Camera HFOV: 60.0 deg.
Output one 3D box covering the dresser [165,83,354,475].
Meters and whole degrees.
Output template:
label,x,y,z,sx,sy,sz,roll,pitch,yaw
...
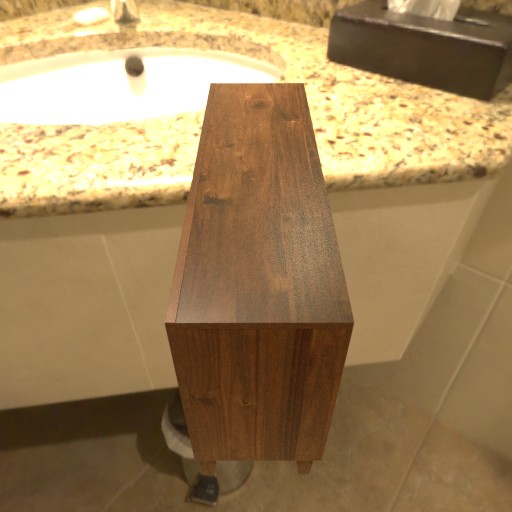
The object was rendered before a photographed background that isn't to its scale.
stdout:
label,x,y,z,sx,sy,sz,roll,pitch,yaw
dresser,0.000,0.000,1.812,0.446,0.873,1.400,0,42,0
